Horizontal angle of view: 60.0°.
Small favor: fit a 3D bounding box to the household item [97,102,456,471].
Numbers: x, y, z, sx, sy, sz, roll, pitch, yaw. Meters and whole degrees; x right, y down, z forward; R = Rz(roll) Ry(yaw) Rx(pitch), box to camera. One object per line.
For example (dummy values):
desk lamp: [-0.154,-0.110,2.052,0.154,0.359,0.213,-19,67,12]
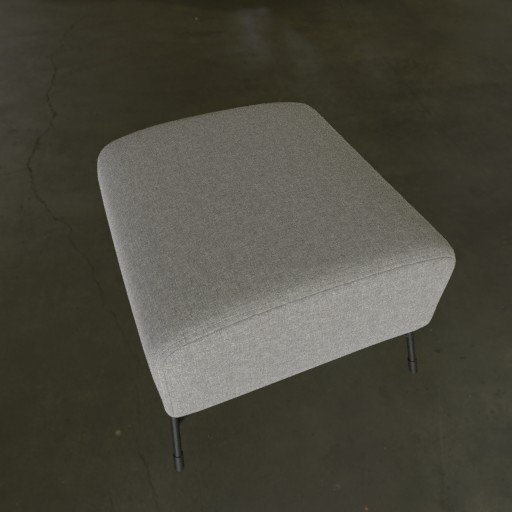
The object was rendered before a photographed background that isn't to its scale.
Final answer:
household item: [0.000,0.000,0.889,0.530,0.410,0.530,-17,49,-15]
